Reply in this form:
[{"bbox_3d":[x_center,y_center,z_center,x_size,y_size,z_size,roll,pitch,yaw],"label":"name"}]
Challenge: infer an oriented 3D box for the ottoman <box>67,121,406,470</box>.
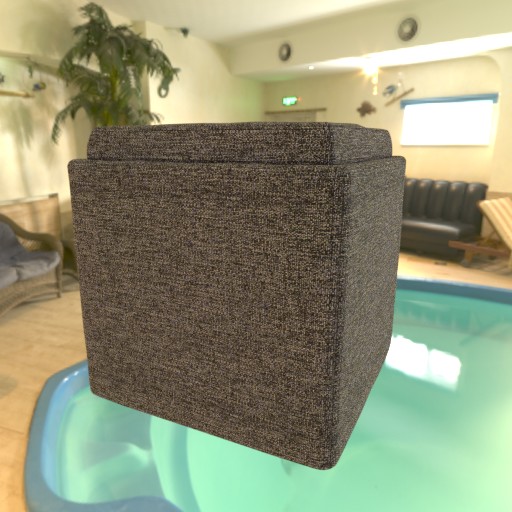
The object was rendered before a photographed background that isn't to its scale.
[{"bbox_3d":[0.000,0.000,0.813,0.450,0.463,0.450,7,16,26],"label":"ottoman"}]
